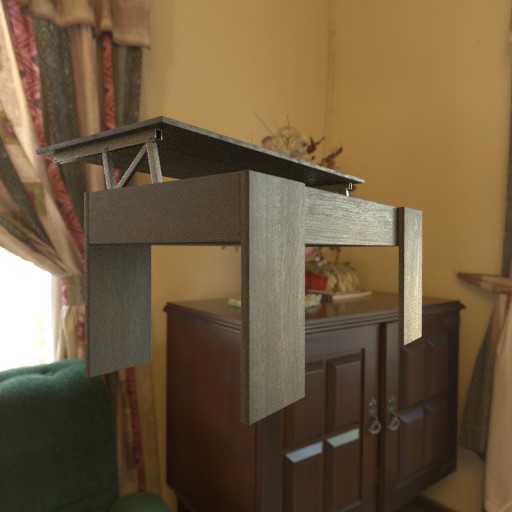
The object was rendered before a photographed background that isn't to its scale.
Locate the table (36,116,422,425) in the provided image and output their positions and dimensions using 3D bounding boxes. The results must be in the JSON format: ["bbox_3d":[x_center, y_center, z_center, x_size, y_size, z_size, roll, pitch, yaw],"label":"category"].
[{"bbox_3d":[0.000,0.000,1.367,0.711,0.570,1.000,1,1,37],"label":"table"}]
